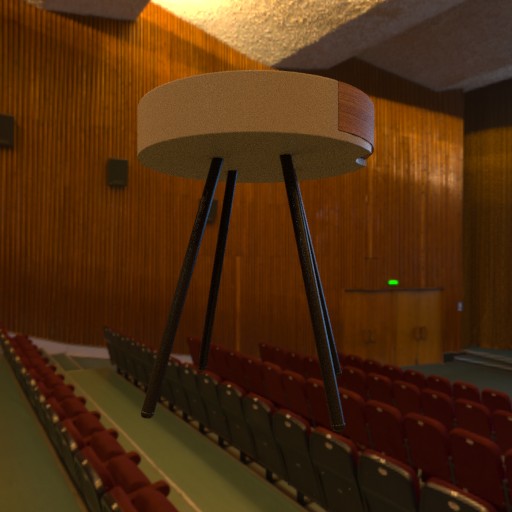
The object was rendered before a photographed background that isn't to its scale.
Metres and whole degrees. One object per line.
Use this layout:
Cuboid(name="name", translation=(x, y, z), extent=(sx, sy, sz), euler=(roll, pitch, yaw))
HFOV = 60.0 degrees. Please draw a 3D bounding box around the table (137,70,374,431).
Cuboid(name="table", translation=(0.000, 0.000, 0.841), extent=(0.450, 0.525, 0.450), euler=(0, 0, 0))
